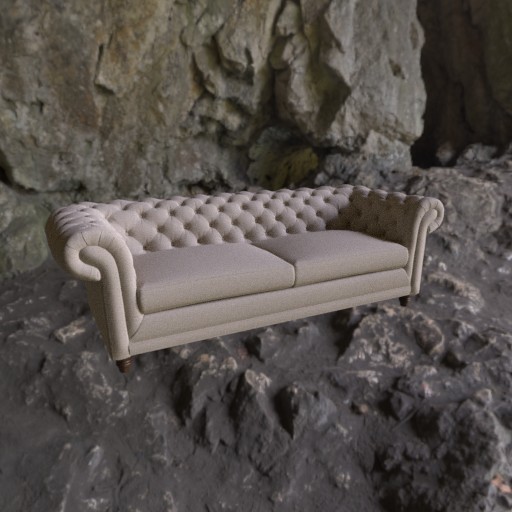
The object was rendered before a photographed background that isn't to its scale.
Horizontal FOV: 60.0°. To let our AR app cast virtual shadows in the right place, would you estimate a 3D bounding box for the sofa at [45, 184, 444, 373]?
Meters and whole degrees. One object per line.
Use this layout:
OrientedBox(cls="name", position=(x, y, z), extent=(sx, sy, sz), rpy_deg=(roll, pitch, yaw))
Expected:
OrientedBox(cls="sofa", position=(0.000, 0.000, 3.208), extent=(2.694, 0.847, 1.076), rpy_deg=(-8, 17, -26))
